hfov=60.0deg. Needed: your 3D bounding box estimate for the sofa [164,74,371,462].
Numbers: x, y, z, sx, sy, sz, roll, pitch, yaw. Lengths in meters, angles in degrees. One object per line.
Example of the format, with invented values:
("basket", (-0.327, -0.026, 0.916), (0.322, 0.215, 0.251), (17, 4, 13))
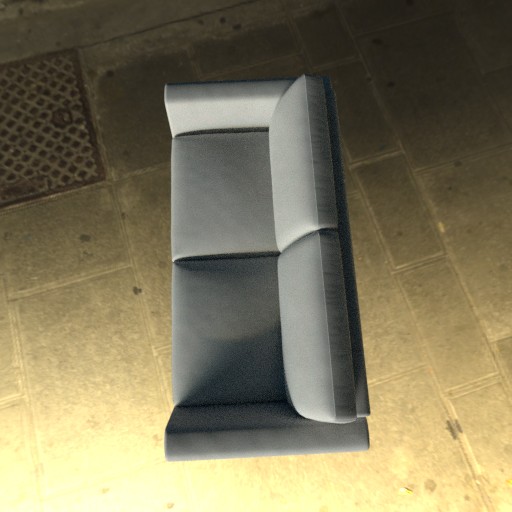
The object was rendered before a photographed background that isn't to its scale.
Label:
("sofa", (0.000, 0.000, 2.442), (0.953, 0.875, 2.017), (-3, 76, -1))
